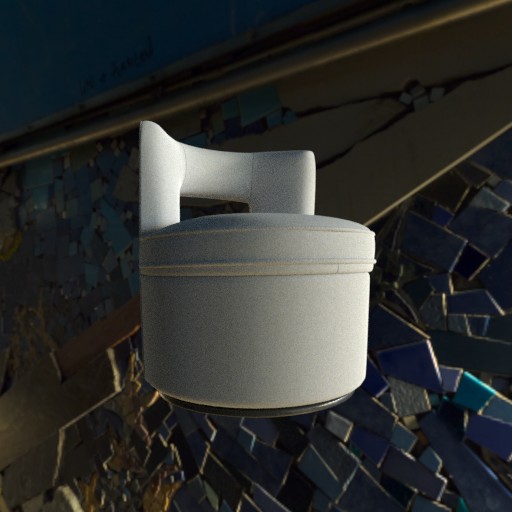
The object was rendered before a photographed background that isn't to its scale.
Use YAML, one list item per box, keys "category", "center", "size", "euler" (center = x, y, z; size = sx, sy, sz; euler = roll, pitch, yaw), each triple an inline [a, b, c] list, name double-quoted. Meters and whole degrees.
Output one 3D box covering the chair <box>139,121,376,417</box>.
- category: "chair"
  center: [0.000, 0.000, 1.259]
  size: [0.650, 0.723, 0.665]
  euler: [0, 0, -35]
